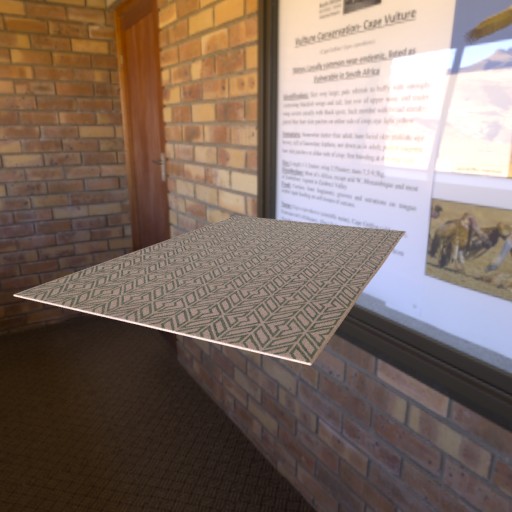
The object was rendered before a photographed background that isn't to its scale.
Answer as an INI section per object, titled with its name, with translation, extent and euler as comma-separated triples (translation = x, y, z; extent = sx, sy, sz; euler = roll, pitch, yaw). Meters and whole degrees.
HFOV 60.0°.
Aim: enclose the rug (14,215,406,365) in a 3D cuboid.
[rug]
translation = 0.000, 0.000, 2.264
extent = 1.220, 0.007, 1.828
euler = 8, 18, 25
